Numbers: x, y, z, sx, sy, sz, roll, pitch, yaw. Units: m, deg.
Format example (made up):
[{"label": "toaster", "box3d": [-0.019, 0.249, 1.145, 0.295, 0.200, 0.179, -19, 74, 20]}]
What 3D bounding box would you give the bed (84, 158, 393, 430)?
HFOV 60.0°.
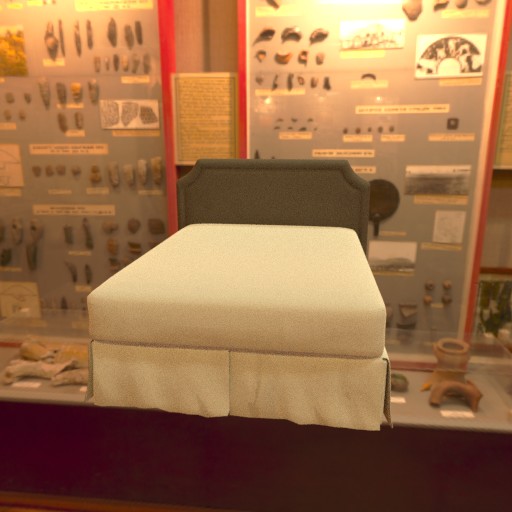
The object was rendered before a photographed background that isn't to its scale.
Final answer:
[{"label": "bed", "box3d": [0.000, 0.000, 3.260, 1.831, 1.297, 2.181, 2, 15, 7]}]
